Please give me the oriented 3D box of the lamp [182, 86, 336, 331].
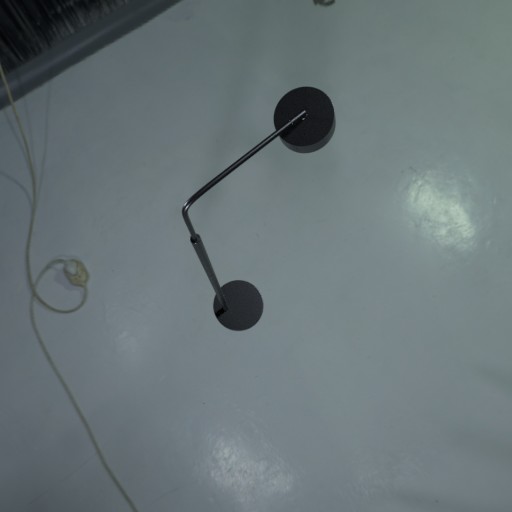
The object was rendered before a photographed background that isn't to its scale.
[{"bbox_3d":[0.000,0.000,1.384,0.418,1.230,0.219,-39,78,-10],"label":"lamp"}]
